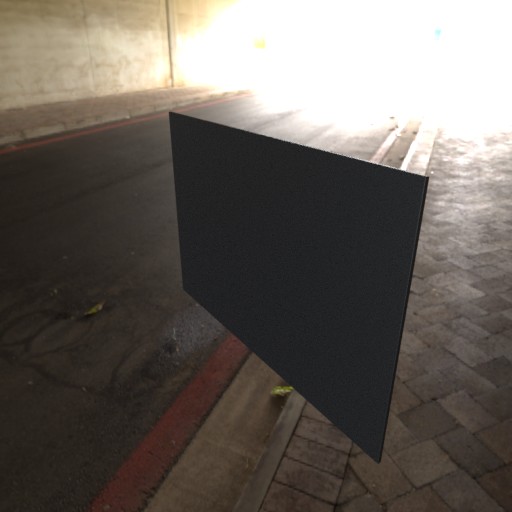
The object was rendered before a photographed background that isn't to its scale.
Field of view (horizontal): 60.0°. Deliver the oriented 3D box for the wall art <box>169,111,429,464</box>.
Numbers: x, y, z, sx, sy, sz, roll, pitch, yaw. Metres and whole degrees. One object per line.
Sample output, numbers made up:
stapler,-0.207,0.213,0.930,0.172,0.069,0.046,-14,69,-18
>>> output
wall art,0.000,0.000,1.496,0.013,0.811,1.192,-17,30,-31
